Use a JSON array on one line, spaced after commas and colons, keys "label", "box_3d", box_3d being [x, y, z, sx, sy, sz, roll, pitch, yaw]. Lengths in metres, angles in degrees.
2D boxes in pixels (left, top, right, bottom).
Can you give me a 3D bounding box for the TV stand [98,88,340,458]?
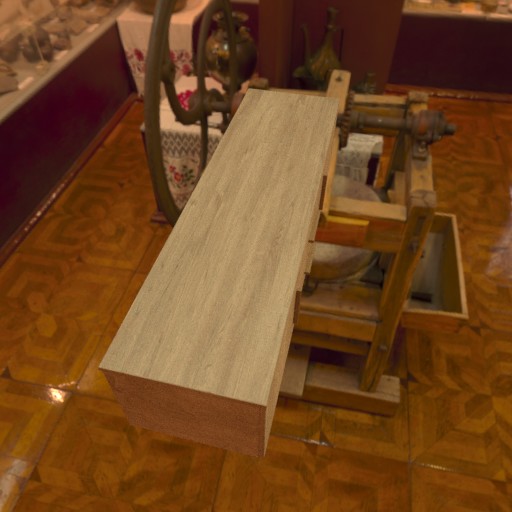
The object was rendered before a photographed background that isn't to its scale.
[{"label": "TV stand", "box_3d": [0.000, 0.000, 1.575, 0.401, 0.565, 1.313, 10, 48, 9]}]
